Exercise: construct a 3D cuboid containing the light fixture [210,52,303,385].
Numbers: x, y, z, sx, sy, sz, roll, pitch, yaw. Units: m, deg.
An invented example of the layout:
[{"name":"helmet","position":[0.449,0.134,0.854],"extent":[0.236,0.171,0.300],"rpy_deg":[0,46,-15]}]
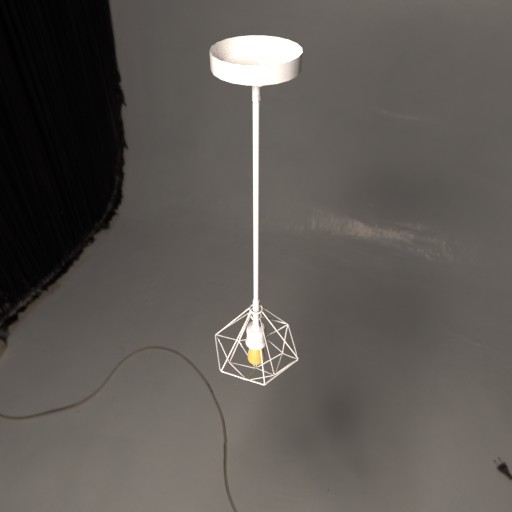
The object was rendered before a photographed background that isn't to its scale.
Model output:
[{"name":"light fixture","position":[0.000,0.000,1.996],"extent":[0.487,1.764,0.431],"rpy_deg":[14,44,15]}]
